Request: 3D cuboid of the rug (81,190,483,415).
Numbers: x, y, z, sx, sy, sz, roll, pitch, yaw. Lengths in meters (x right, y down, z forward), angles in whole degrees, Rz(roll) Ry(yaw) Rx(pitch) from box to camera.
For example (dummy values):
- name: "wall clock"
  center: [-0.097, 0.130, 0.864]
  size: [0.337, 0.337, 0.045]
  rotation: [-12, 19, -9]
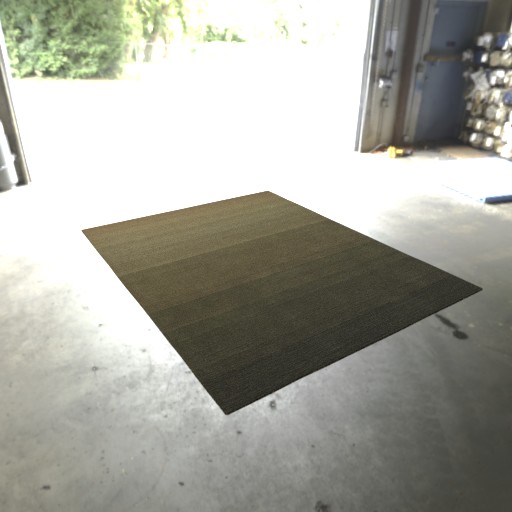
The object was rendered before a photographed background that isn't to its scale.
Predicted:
- name: "rug"
  center: [0.000, 0.000, 3.970]
  size: [2.315, 0.015, 2.932]
  rotation: [-17, 31, -30]
